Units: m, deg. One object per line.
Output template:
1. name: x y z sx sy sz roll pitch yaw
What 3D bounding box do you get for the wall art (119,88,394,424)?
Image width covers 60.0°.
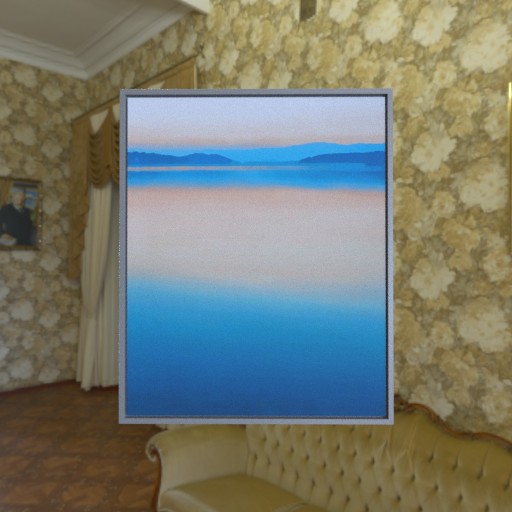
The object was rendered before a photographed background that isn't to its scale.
1. wall art: 0.000 0.000 0.750 0.453 0.554 0.037 0 -1 0
